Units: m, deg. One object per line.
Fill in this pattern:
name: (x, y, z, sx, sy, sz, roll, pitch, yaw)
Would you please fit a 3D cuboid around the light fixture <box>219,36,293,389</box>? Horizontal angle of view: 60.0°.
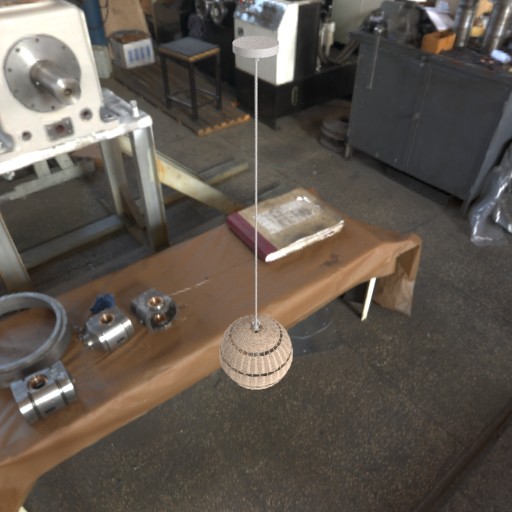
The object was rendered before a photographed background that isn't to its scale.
light fixture: (0.000, 0.000, 2.244, 0.457, 2.019, 0.457, 12, 42, 13)
